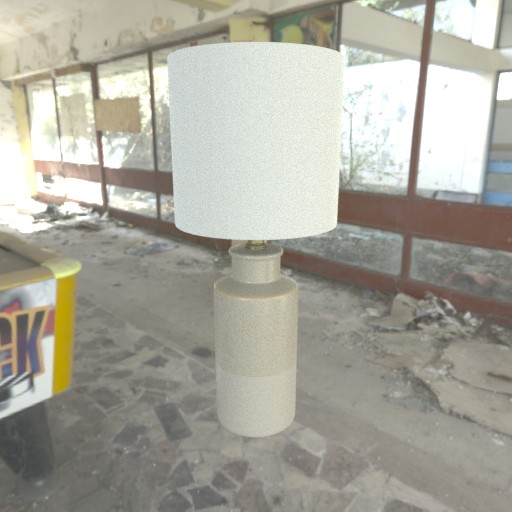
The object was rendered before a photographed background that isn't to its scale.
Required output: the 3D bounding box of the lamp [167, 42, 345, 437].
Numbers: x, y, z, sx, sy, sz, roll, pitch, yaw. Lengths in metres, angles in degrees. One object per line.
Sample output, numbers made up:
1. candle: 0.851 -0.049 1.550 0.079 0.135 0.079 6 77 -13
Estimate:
1. lamp: 0.000 0.000 0.602 0.212 0.493 0.212 -2 15 -9
